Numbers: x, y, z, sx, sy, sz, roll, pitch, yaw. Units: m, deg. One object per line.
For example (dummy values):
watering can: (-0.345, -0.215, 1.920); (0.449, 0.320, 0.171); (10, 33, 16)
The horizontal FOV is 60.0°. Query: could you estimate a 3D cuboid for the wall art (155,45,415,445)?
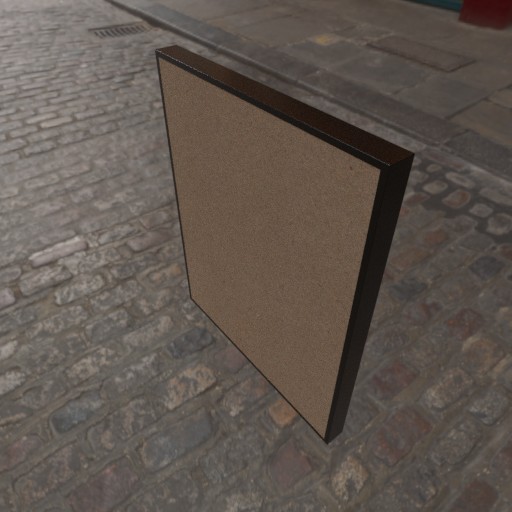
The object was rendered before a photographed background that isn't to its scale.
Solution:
wall art: (0.000, 0.000, 0.734); (0.038, 0.551, 0.448); (-28, 48, -28)
